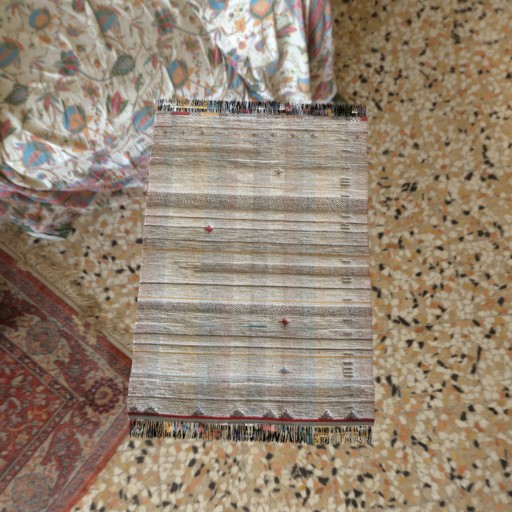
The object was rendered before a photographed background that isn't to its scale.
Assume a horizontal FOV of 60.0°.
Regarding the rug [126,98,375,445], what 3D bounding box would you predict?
[{"bbox_3d":[0.000,0.000,2.335,1.217,0.012,1.848,2,77,0],"label":"rug"}]
